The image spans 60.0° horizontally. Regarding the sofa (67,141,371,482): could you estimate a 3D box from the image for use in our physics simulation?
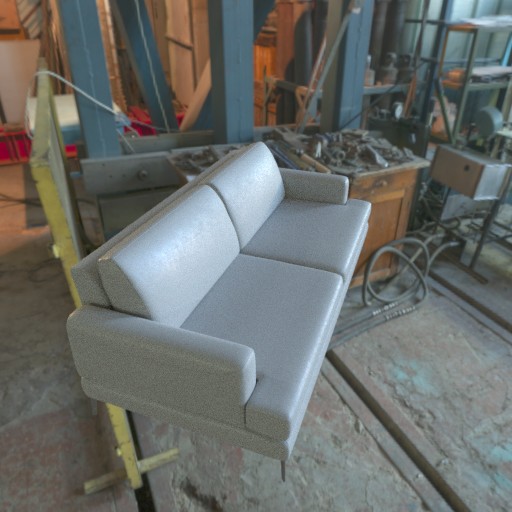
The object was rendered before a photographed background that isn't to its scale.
[{"bbox_3d":[0.000,0.000,2.388,0.974,0.765,1.940,11,32,18],"label":"sofa"}]
